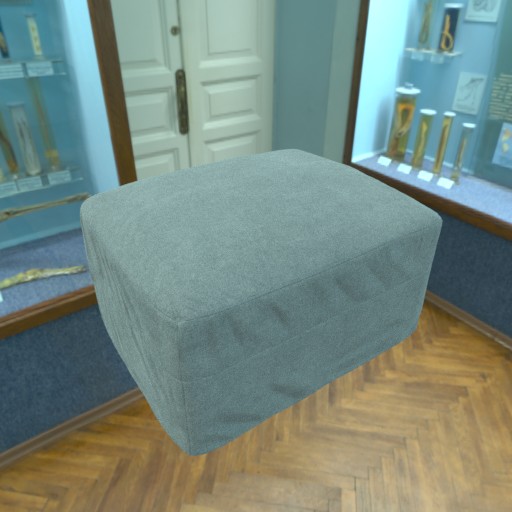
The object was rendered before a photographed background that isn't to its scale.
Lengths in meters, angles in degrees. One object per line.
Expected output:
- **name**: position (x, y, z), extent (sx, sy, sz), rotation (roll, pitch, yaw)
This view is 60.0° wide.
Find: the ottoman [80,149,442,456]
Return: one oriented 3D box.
- **ottoman**: position (0.000, 0.000, 1.295), extent (0.837, 0.481, 0.683), rotation (-20, 37, -29)
